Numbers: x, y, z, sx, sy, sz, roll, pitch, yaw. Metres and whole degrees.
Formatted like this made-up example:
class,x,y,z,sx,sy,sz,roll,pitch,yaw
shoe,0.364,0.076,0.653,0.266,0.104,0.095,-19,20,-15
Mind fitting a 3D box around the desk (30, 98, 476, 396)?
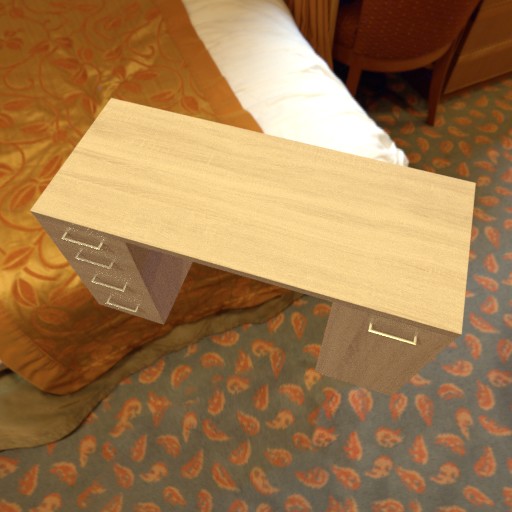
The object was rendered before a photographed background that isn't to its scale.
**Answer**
class,x,y,z,sx,sy,sz,roll,pitch,yaw
desk,0.000,0.000,1.796,1.390,0.740,0.600,16,61,9
